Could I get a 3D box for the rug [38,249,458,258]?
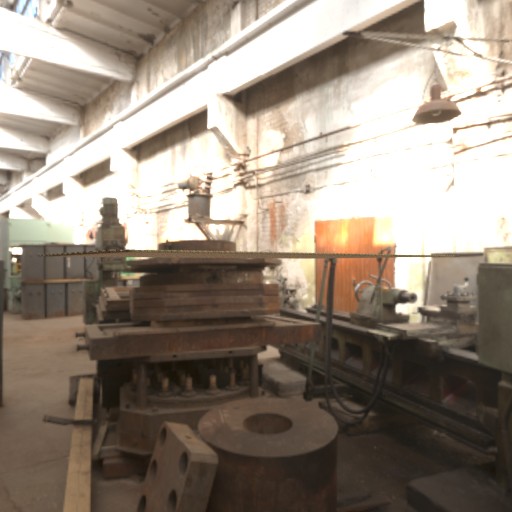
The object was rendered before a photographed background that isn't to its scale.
[{"bbox_3d":[0.000,0.000,2.997,2.435,0.010,1.544,1,-1,-36],"label":"rug"}]
